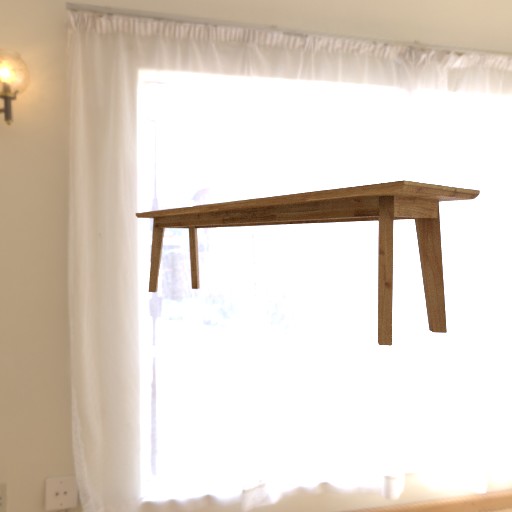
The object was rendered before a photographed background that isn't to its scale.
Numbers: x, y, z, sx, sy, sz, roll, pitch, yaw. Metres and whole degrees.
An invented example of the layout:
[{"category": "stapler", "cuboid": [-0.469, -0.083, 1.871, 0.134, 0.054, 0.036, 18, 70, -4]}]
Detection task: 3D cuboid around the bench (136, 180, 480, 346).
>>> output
[{"category": "bench", "cuboid": [0.000, 0.000, 1.878, 0.378, 0.431, 1.698, -2, 3, -37]}]
